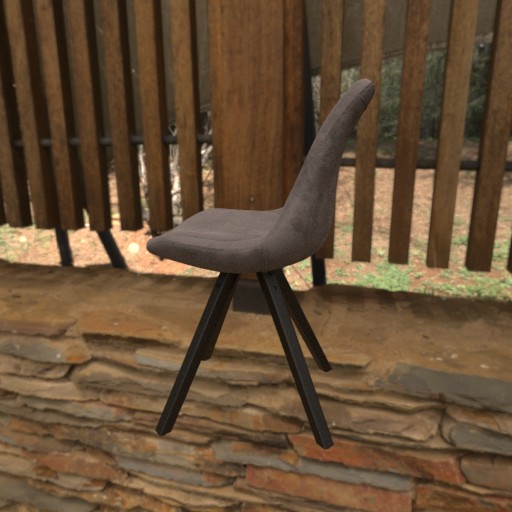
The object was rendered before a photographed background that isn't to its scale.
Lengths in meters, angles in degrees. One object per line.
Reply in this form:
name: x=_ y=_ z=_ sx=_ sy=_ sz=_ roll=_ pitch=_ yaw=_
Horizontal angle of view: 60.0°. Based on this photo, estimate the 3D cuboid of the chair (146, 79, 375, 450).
chair: x=0.000 y=0.000 z=1.191 sx=0.550 sy=0.850 sz=0.485 roll=2 pitch=15 yaw=9
